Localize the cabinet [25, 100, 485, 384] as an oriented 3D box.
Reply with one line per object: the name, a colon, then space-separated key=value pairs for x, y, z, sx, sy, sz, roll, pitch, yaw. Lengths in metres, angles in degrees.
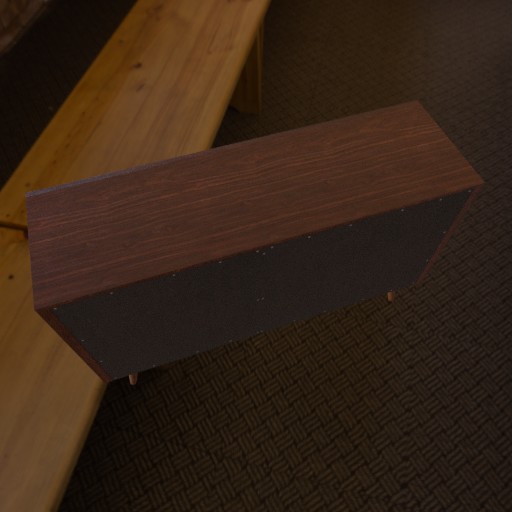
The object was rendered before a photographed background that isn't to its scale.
cabinet: x=0.000 y=0.000 z=1.988 sx=1.575 sy=0.940 sz=0.505 roll=-16 pitch=59 yaw=-10
